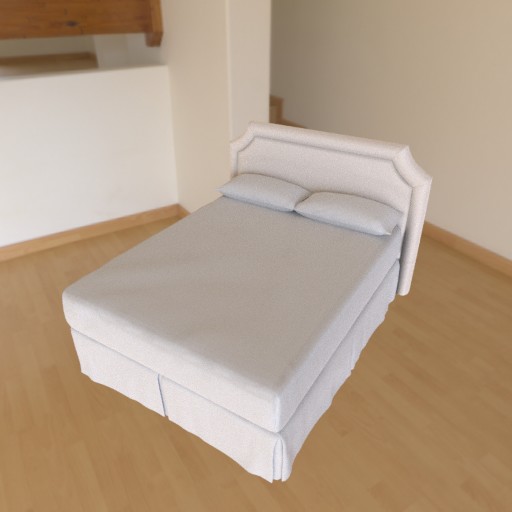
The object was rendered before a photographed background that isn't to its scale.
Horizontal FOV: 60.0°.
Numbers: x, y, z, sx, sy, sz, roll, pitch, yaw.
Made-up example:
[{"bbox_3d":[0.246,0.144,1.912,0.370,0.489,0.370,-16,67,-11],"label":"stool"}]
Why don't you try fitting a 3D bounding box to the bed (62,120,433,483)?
[{"bbox_3d":[0.000,0.000,3.182,1.828,1.297,2.164,18,35,27],"label":"bed"}]
